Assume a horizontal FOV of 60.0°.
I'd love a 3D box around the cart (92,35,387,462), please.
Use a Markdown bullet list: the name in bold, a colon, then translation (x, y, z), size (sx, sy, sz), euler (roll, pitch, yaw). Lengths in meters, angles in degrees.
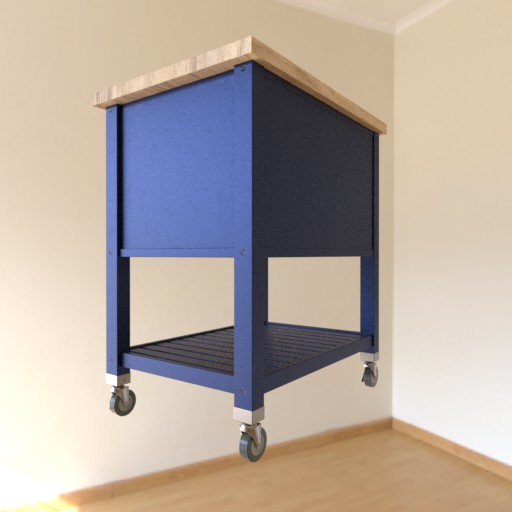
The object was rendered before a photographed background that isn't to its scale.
- **cart**: translation (0.000, 0.000, 1.411), size (0.567, 0.920, 0.797), euler (0, 0, 36)
